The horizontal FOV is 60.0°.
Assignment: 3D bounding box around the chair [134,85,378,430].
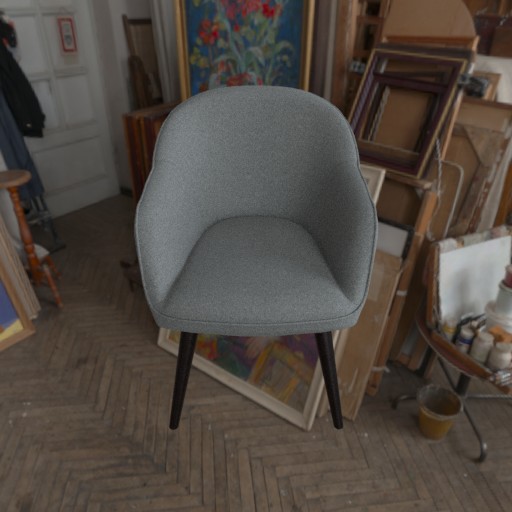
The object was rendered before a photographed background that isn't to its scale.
[{"bbox_3d":[0.000,0.000,1.251,0.589,0.810,0.611,0,31,0],"label":"chair"}]
